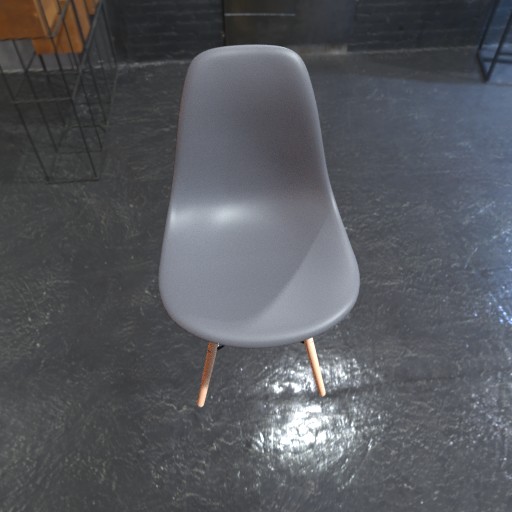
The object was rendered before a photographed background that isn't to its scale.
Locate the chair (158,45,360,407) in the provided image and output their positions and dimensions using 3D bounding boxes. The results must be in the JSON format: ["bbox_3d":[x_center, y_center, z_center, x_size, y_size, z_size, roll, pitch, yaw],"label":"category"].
[{"bbox_3d":[0.000,0.000,1.121,0.470,0.826,0.533,-4,48,-3],"label":"chair"}]
